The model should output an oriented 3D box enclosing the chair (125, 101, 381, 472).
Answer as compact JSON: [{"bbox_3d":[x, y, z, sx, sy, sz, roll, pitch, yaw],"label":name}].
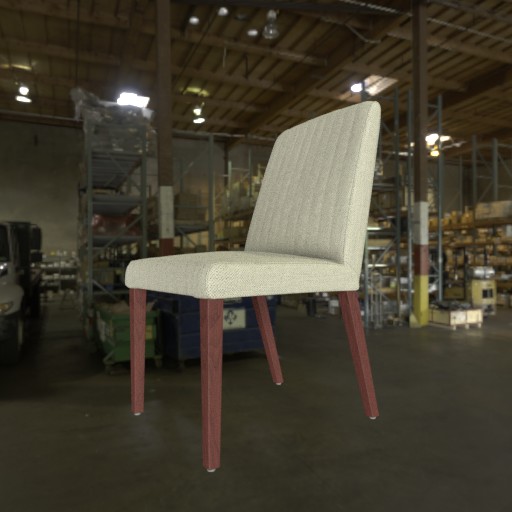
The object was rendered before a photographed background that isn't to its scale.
[{"bbox_3d":[0.000,0.000,1.254,0.594,0.900,0.480,0,0,-36],"label":"chair"}]
